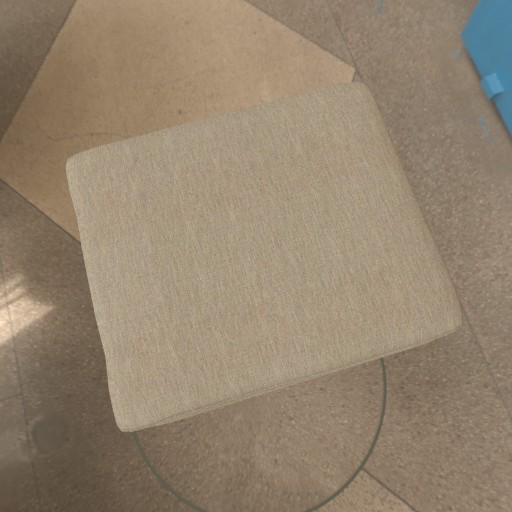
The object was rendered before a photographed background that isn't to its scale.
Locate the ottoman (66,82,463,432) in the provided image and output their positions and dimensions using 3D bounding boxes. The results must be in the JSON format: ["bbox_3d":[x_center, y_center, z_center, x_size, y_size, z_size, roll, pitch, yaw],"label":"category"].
[{"bbox_3d":[0.000,0.000,1.441,0.976,0.492,0.836,-16,75,-4],"label":"ottoman"}]
